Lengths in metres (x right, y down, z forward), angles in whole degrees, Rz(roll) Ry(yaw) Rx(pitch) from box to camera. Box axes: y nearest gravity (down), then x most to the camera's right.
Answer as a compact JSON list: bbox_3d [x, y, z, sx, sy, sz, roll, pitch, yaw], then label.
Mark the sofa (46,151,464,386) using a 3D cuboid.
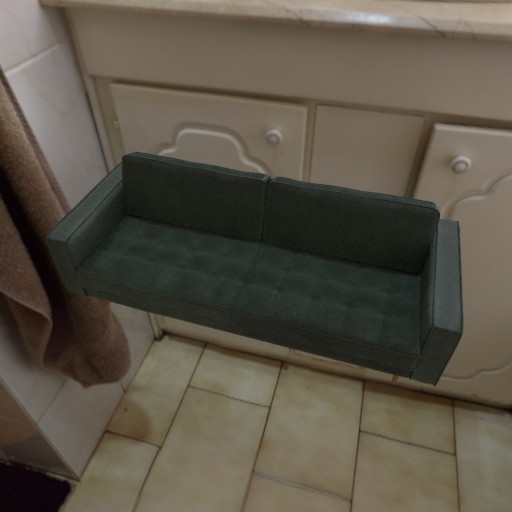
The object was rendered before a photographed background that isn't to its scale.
[{"bbox_3d":[0.000,0.000,2.613,2.214,0.781,0.886,12,44,13],"label":"sofa"}]
